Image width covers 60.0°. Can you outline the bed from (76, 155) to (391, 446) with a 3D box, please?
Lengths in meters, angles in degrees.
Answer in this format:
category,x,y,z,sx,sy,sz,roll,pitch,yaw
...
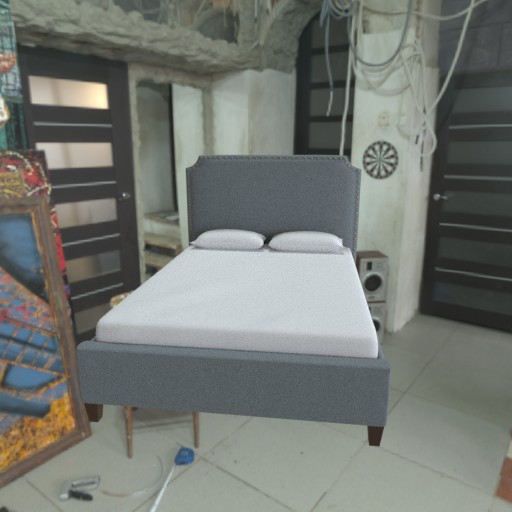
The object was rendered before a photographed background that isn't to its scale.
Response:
category,x,y,z,sx,sy,sz,roll,pitch,yaw
bed,0.000,0.000,3.371,1.712,1.443,2.372,2,14,7
